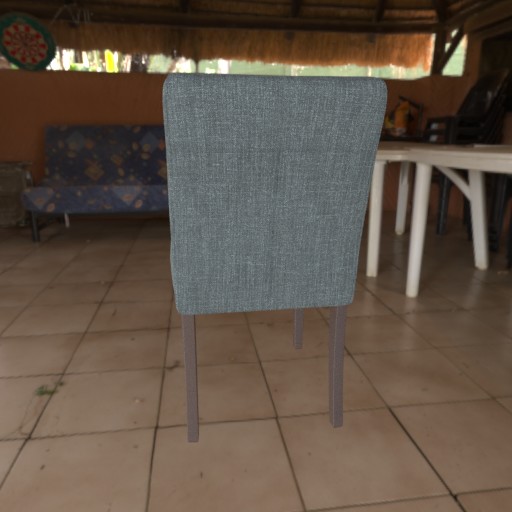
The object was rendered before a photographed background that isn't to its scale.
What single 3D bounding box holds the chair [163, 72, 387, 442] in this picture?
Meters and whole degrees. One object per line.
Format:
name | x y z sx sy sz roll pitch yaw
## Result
chair | 0.000 0.000 1.243 0.487 0.884 0.629 -2 15 -9
